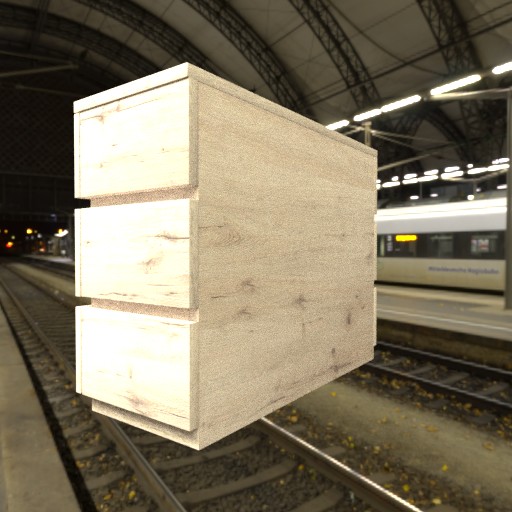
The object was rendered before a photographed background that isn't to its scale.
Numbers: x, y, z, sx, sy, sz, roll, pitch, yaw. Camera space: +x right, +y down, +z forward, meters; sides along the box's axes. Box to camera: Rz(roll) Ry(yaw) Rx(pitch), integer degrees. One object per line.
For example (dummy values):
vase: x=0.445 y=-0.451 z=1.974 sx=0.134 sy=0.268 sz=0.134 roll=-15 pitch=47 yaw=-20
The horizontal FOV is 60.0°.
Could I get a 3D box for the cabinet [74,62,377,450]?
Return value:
cabinet: x=0.000 y=0.000 z=1.464 sx=0.420 sy=0.820 sz=1.040 roll=1 pitch=1 yaw=37
